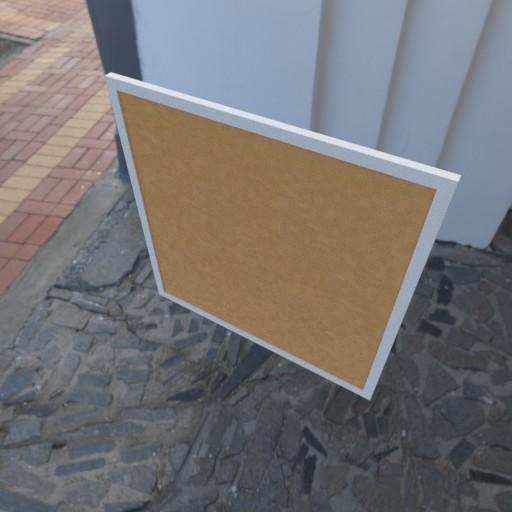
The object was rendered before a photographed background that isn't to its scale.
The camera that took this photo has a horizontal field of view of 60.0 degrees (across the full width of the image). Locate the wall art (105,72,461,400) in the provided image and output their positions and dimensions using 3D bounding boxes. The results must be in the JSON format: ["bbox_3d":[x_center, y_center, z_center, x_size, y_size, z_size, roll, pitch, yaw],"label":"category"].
[{"bbox_3d":[0.000,0.000,0.674,0.457,0.457,0.012,23,50,21],"label":"wall art"}]
